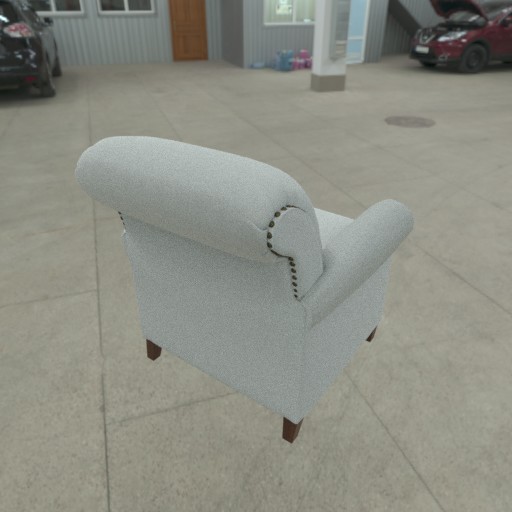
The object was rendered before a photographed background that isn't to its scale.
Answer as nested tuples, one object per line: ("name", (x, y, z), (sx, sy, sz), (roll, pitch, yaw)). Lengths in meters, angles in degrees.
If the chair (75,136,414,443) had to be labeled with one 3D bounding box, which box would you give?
("chair", (0.000, 0.000, 1.578), (0.854, 0.927, 0.890), (20, 36, 31))
